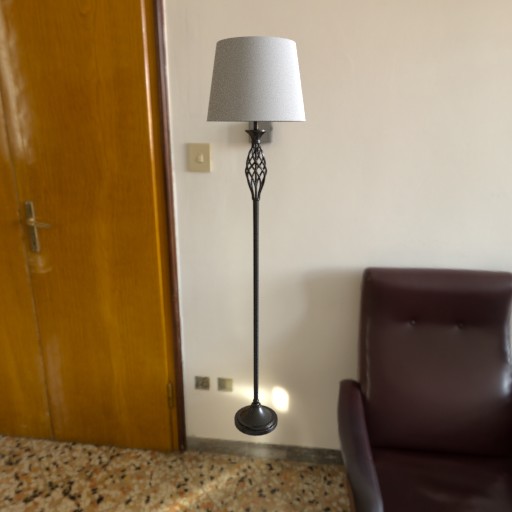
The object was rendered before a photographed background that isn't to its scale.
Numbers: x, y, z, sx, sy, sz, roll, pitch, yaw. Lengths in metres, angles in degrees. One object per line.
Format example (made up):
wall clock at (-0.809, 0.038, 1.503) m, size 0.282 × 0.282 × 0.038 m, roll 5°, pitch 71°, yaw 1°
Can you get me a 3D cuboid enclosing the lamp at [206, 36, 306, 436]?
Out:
lamp at (0.000, 0.000, 1.855) m, size 0.379 × 1.623 × 0.379 m, roll 0°, pitch 16°, yaw 0°
